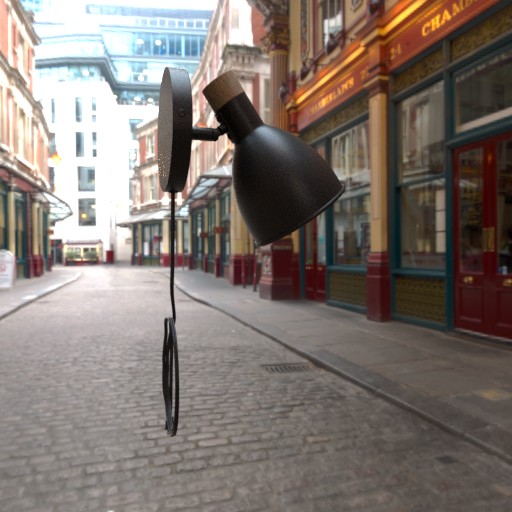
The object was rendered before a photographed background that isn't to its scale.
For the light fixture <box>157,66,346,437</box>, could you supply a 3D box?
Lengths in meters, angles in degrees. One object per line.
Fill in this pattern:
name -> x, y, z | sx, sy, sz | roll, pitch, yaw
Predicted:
light fixture -> 0.000, 0.000, 0.493 | 0.203, 0.401, 0.127 | 0, 0, -19
